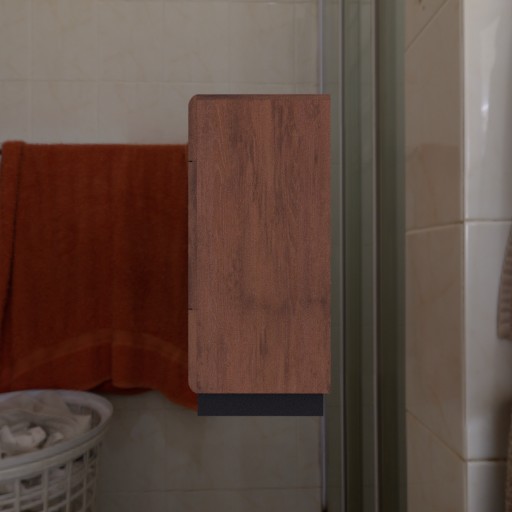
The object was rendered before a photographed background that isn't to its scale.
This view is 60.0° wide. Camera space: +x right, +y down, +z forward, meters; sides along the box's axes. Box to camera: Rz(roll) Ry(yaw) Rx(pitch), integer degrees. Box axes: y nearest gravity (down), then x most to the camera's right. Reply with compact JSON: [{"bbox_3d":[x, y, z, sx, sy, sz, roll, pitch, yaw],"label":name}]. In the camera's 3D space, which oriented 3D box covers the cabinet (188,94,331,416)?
[{"bbox_3d":[0.000,0.000,2.031,0.420,0.900,1.600,0,0,0],"label":"cabinet"}]
